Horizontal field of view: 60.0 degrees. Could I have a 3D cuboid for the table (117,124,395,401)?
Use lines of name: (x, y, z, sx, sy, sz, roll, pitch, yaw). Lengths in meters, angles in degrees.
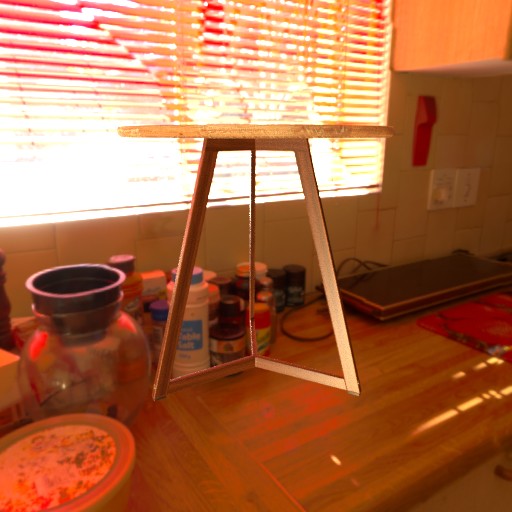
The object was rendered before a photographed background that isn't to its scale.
table: (0.000, 0.000, 0.898, 0.500, 0.500, 0.500, 0, 15, 0)
